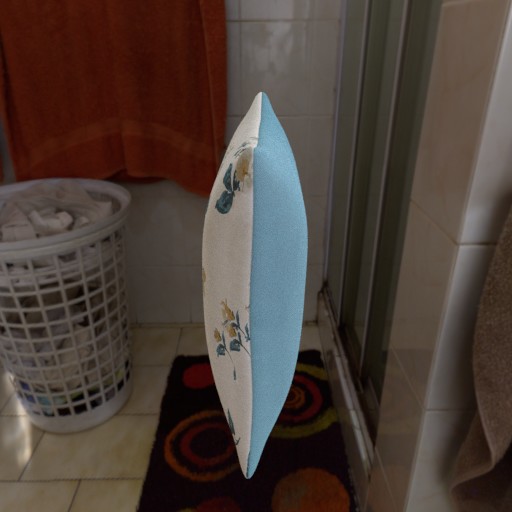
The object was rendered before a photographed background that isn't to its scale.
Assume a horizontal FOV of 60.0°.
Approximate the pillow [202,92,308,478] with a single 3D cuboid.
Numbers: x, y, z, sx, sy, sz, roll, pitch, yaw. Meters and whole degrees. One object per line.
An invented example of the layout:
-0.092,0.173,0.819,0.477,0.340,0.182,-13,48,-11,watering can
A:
0.000,0.000,0.802,0.166,0.507,0.526,1,27,1,pillow
